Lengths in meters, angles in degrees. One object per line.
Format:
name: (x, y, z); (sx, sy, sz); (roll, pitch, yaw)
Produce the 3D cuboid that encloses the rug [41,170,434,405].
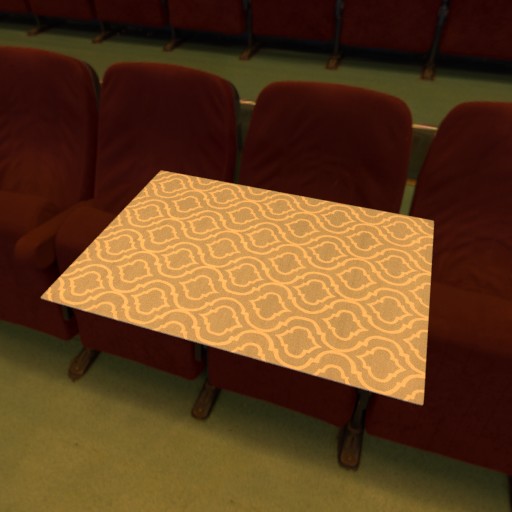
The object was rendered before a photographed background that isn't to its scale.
rug: (0.000, 0.000, 2.762); (2.080, 0.010, 1.451); (13, 43, 14)
